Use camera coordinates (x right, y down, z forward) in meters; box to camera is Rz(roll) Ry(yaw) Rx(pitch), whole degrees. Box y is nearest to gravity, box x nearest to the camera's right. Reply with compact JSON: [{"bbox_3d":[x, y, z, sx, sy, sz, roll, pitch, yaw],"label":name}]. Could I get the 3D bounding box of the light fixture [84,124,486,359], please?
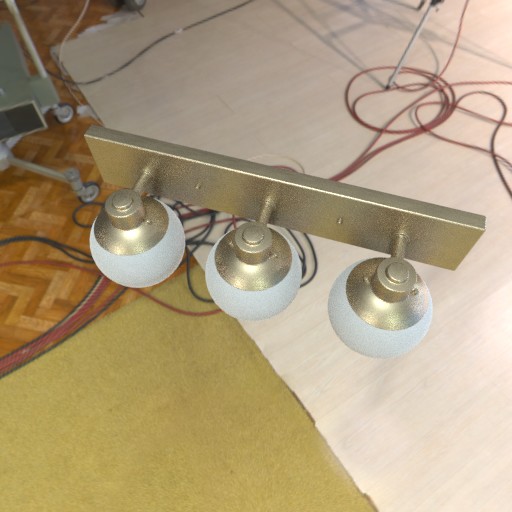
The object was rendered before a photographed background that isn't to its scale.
[{"bbox_3d":[0.000,0.000,0.836,0.721,0.263,0.218,15,59,9],"label":"light fixture"}]
